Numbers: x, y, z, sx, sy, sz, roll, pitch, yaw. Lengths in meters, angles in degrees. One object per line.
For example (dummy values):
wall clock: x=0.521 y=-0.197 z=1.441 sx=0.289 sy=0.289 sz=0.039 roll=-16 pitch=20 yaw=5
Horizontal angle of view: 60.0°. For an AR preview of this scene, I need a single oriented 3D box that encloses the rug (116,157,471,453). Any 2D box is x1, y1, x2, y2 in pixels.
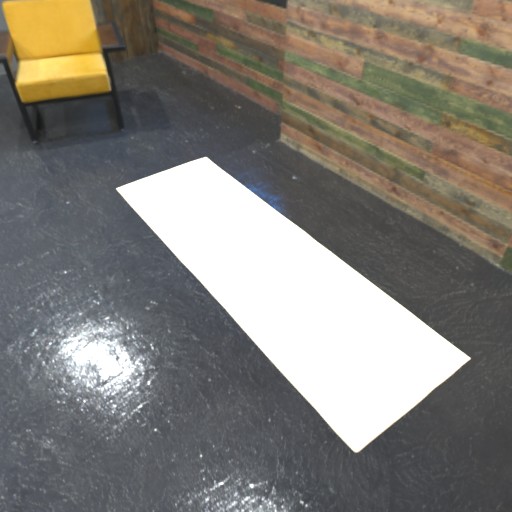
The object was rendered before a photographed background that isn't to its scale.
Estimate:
rug: x=0.000 y=0.000 z=2.709 sx=0.793 sy=0.014 sz=2.450 roll=-26 pitch=48 yaw=-26
